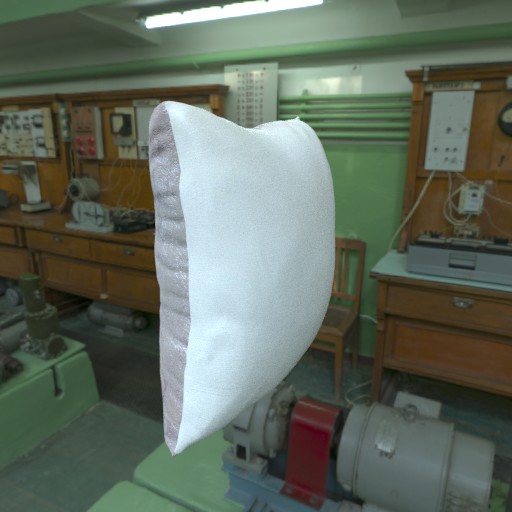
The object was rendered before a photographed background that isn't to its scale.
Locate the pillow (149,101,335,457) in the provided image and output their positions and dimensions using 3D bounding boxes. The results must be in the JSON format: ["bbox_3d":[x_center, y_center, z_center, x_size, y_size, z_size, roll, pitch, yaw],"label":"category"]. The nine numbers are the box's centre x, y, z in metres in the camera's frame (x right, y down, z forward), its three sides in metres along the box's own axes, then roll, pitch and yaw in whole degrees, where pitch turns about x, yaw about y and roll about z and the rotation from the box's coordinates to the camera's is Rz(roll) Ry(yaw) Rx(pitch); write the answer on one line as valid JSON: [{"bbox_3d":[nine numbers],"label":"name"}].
[{"bbox_3d":[0.000,0.000,0.715,0.245,0.448,0.450,8,17,26],"label":"pillow"}]
